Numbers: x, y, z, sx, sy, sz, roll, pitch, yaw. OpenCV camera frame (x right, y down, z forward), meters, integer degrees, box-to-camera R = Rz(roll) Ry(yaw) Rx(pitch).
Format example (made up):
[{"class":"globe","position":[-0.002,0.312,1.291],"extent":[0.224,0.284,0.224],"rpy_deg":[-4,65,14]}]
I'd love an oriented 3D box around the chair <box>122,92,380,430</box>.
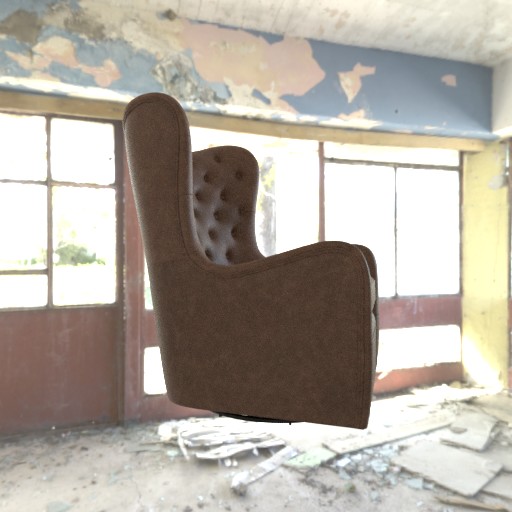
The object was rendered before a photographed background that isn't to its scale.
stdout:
[{"class":"chair","position":[0.000,0.000,1.761],"extent":[0.930,1.079,0.831],"rpy_deg":[0,1,17]}]
